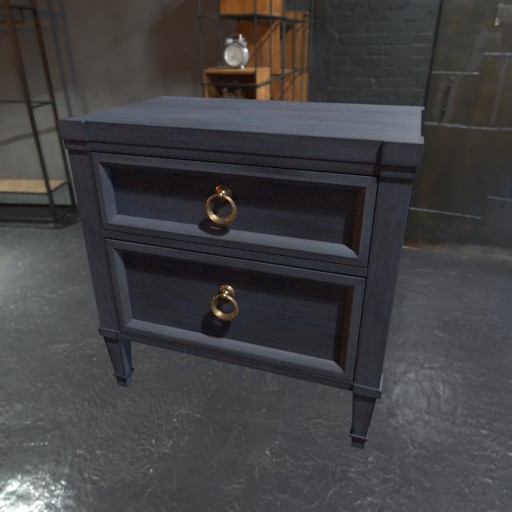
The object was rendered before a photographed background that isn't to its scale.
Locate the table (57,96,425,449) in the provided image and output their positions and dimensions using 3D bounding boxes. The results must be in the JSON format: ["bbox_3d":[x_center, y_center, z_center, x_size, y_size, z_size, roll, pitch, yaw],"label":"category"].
[{"bbox_3d":[0.000,0.000,1.062,0.660,0.660,0.413,8,27,17],"label":"table"}]
